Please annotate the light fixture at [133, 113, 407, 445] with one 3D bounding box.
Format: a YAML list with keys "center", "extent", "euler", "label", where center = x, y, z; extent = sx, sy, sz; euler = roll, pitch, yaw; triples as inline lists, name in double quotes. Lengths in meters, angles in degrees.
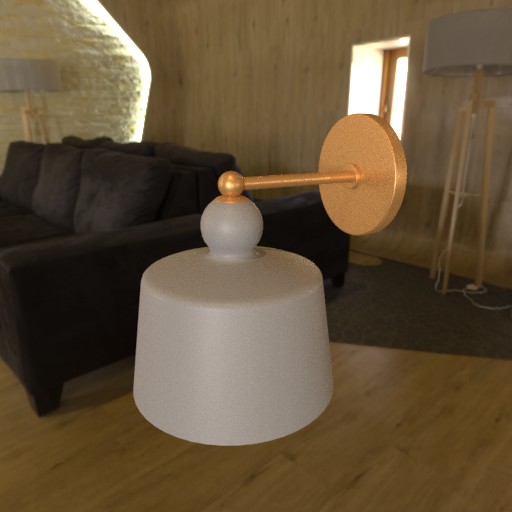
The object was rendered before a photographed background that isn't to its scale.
- center: [0.000, 0.000, 0.435]
  extent: [0.254, 0.268, 0.204]
  euler: [-9, 19, -26]
  label: "light fixture"
